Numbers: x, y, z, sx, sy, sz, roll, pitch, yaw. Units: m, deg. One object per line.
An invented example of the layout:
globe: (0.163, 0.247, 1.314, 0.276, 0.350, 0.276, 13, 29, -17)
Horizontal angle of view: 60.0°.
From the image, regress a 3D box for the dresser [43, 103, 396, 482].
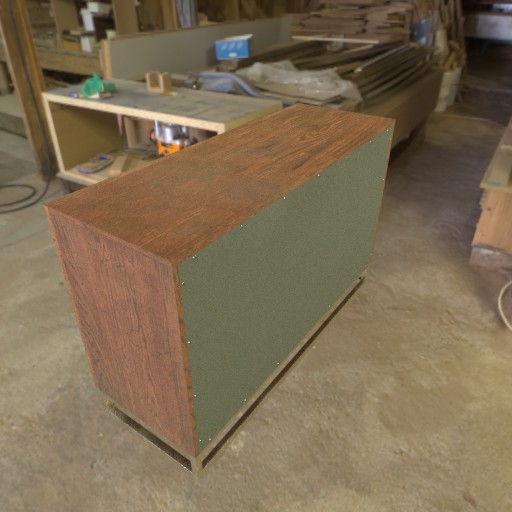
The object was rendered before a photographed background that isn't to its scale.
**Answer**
dresser: (0.000, 0.000, 2.182, 0.623, 1.061, 1.646, 21, 38, 29)
